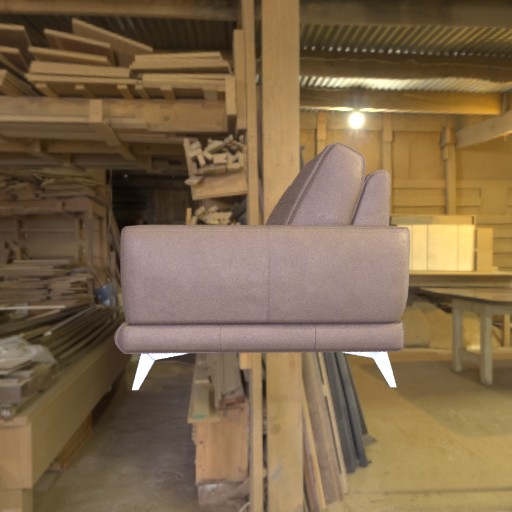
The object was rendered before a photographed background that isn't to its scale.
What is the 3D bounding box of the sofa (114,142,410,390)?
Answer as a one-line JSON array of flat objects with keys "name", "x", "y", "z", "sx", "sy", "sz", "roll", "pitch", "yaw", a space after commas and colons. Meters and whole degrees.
[{"name": "sofa", "x": 0.000, "y": 0.000, "z": 2.363, "sx": 1.018, "sy": 0.907, "sz": 1.806, "roll": 0, "pitch": 1, "yaw": -2}]
